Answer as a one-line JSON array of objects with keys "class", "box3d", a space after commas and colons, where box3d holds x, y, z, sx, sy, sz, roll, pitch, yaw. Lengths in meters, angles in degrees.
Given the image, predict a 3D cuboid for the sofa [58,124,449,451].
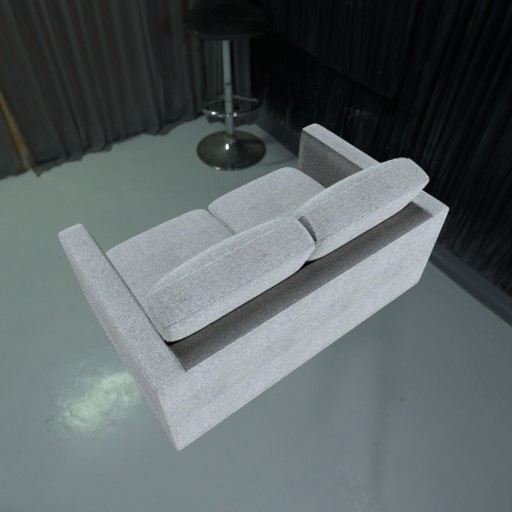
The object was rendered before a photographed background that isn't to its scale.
[{"class": "sofa", "box3d": [0.000, 0.000, 2.195, 1.527, 0.973, 0.969, -29, 54, -24]}]
